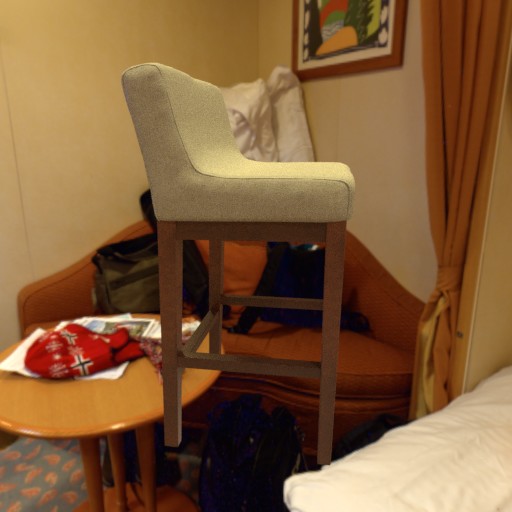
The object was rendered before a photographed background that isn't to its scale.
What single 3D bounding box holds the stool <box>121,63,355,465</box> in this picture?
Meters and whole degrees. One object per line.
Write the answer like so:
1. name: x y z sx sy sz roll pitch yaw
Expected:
1. stool: 0.000 0.000 1.221 0.500 0.937 0.511 3 15 9
